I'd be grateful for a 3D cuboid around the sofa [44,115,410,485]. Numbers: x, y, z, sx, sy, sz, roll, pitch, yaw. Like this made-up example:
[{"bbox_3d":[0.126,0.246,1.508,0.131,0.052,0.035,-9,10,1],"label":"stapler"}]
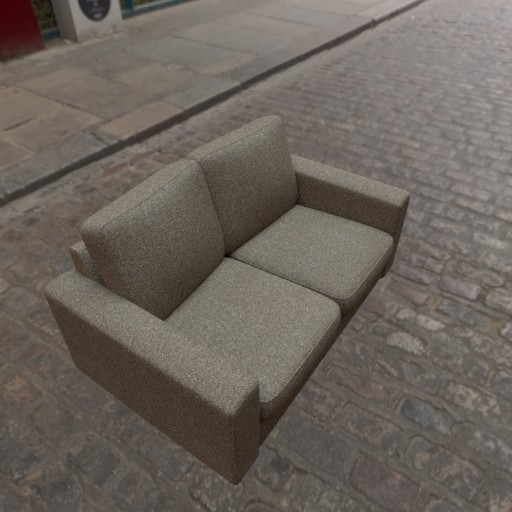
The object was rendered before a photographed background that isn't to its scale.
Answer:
[{"bbox_3d":[0.000,0.000,2.174,1.016,0.873,1.616,24,46,26],"label":"sofa"}]
